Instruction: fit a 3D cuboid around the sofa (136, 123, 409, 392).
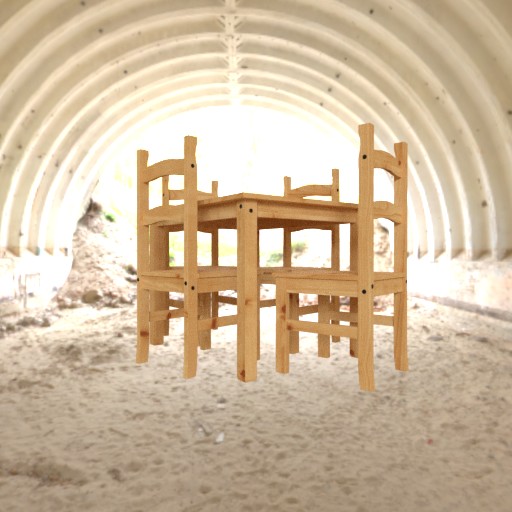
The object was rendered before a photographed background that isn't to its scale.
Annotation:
[{"bbox_3d":[0.000,0.000,2.273,1.144,1.000,1.529,0,1,-37],"label":"sofa"}]
